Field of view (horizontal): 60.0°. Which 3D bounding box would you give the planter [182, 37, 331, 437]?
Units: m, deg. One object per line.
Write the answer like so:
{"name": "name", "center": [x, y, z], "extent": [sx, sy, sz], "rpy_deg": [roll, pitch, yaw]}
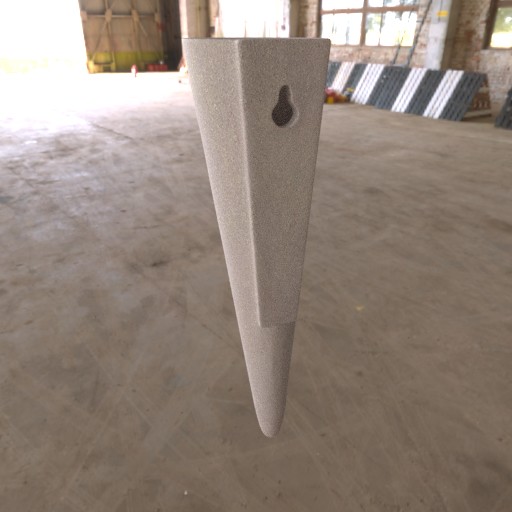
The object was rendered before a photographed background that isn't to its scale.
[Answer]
{"name": "planter", "center": [0.000, 0.000, 0.293], "extent": [0.078, 0.259, 0.087], "rpy_deg": [-9, 28, -17]}
